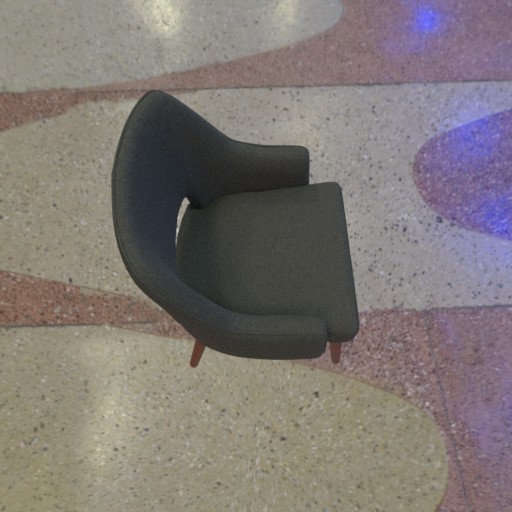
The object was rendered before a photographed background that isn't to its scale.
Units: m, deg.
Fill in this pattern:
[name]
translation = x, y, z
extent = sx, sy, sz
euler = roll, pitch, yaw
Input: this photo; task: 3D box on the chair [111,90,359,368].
[chair]
translation = 0.000, 0.000, 1.219
extent = 0.560, 0.838, 0.559
euler = -2, 66, -1
